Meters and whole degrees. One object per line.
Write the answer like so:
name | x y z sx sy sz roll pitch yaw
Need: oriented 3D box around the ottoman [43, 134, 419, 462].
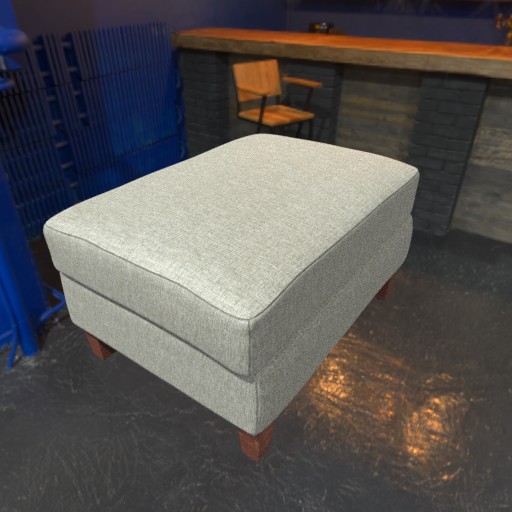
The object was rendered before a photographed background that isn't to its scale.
ottoman | 0.000 0.000 1.252 0.639 0.494 0.873 21 37 30
